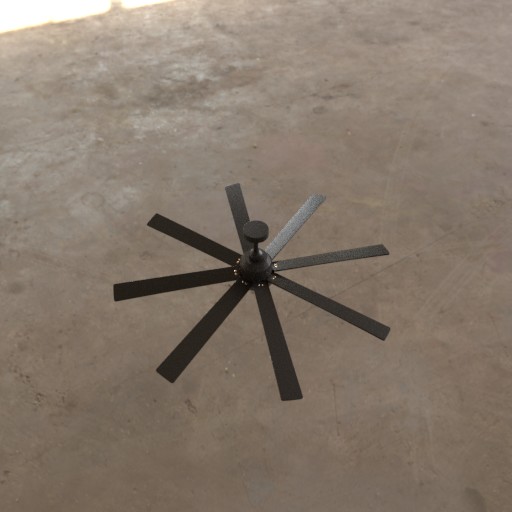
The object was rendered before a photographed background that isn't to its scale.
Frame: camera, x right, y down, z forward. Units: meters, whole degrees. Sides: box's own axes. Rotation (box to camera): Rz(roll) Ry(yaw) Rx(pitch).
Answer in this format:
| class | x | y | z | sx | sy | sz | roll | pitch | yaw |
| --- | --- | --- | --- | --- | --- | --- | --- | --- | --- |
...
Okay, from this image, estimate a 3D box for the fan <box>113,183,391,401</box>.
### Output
| class | x | y | z | sx | sy | sz | roll | pitch | yaw |
| --- | --- | --- | --- | --- | --- | --- | --- | --- | --- |
| fan | 0.000 | 0.000 | 2.816 | 1.830 | 0.472 | 1.830 | -9 | 48 | -8 |
